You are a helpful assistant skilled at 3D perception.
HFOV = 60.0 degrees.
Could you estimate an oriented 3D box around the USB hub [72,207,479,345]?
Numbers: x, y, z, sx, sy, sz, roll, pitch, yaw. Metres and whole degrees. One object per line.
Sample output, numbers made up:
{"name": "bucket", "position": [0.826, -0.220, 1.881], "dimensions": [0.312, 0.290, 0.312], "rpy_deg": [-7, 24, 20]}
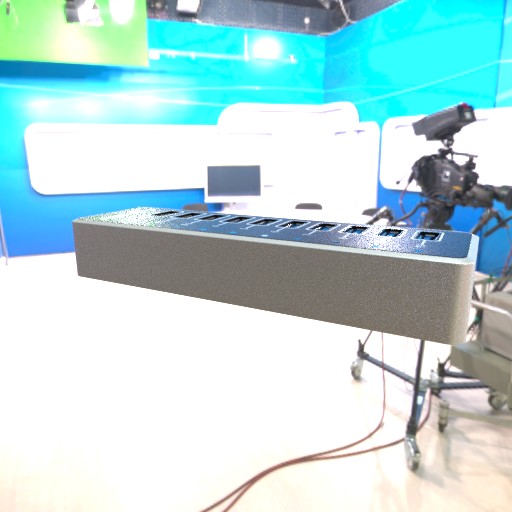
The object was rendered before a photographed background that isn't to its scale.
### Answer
{"name": "USB hub", "position": [0.000, 0.000, 0.163], "dimensions": [0.145, 0.023, 0.044], "rpy_deg": [7, 16, 26]}
